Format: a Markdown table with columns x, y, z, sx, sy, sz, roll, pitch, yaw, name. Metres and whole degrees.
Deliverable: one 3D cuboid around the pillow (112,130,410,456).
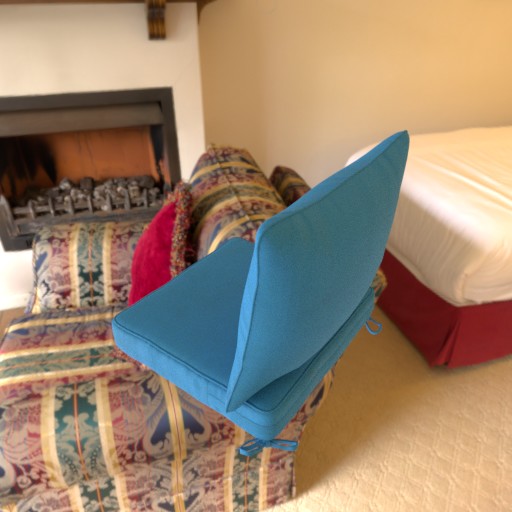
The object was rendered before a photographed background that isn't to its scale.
| x | y | z | sx | sy | sz | roll | pitch | yaw | name |
| --- | --- | --- | --- | --- | --- | --- | --- | --- | --- |
| 0.000 | 0.000 | 1.393 | 0.733 | 0.725 | 0.798 | 22 | 39 | 29 | pillow |
